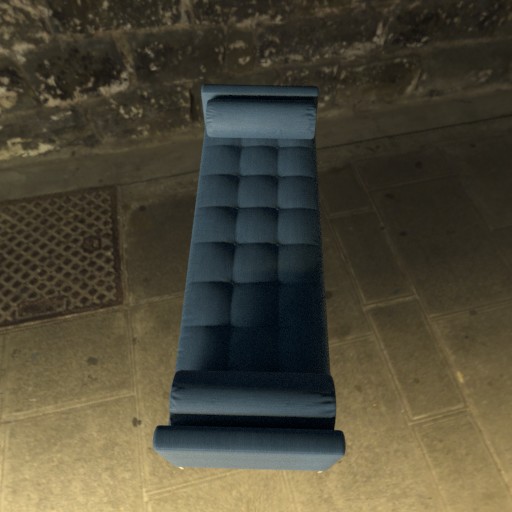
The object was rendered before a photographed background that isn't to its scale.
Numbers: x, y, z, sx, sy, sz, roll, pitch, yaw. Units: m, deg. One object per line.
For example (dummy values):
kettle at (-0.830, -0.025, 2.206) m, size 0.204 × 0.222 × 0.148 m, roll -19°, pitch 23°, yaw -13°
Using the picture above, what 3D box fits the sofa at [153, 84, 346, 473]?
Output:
sofa at (0.000, 0.000, 2.316) m, size 0.686 × 0.635 × 1.981 m, roll 1°, pitch 58°, yaw 1°
